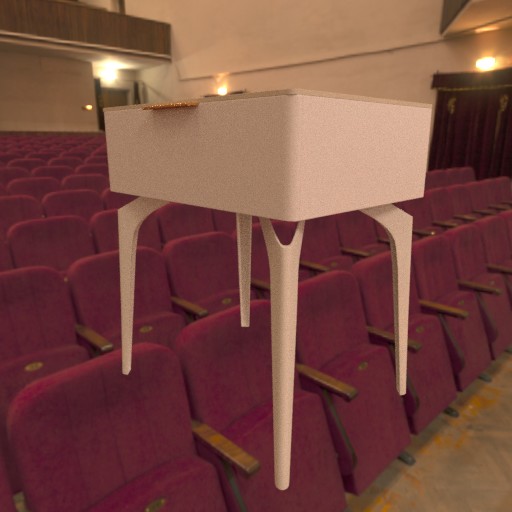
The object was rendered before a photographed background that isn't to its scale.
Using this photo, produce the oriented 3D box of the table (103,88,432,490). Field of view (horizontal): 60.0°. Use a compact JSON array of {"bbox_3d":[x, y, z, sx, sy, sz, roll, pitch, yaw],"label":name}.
[{"bbox_3d":[0.000,0.000,0.890,0.400,0.570,0.500,-14,20,-43],"label":"table"}]
